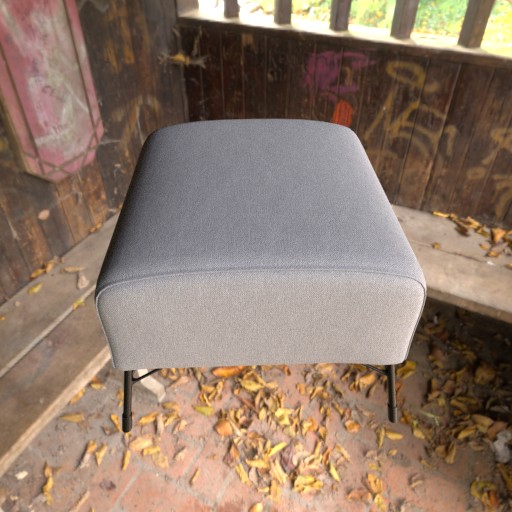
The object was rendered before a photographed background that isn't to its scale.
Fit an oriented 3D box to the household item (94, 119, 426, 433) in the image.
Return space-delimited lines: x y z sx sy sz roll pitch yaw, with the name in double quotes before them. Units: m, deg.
"household item" 0.000 0.000 0.913 0.530 0.410 0.530 -1 40 -2
